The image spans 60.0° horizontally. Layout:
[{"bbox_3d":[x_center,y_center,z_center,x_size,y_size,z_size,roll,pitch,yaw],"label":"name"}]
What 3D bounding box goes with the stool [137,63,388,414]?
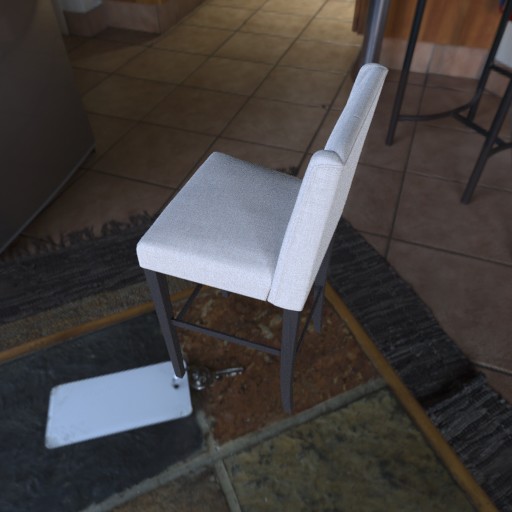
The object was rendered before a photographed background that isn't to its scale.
[{"bbox_3d":[0.000,0.000,1.378,0.509,1.116,0.474,16,49,15],"label":"stool"}]
